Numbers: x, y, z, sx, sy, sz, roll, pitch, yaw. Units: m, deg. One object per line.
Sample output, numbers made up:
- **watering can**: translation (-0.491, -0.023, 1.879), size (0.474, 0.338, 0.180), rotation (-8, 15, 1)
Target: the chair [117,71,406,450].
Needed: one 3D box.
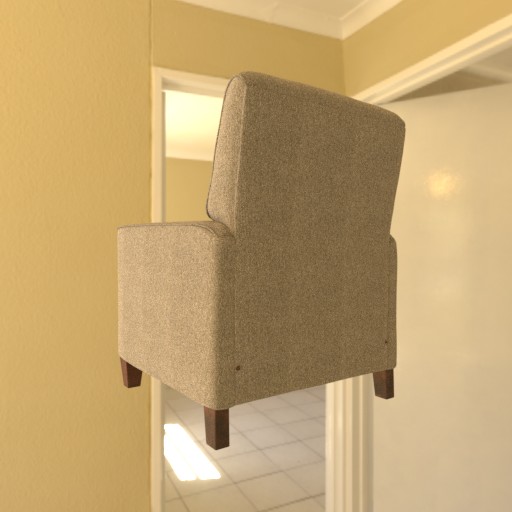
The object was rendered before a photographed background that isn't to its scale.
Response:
- **chair**: translation (0.000, 0.000, 1.665), size (0.841, 1.028, 0.858), rotation (0, 1, -36)
